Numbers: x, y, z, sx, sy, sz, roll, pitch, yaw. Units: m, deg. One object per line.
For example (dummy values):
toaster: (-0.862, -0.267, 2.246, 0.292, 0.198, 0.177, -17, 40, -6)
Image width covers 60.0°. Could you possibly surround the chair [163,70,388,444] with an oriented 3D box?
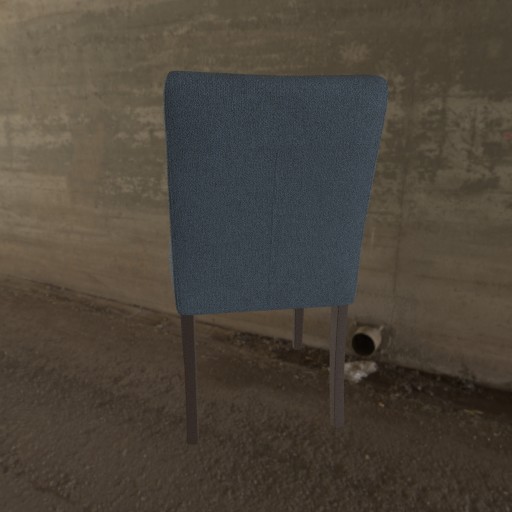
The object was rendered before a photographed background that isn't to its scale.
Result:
chair: (0.000, 0.000, 1.231, 0.487, 0.882, 0.629, -2, 15, -9)
